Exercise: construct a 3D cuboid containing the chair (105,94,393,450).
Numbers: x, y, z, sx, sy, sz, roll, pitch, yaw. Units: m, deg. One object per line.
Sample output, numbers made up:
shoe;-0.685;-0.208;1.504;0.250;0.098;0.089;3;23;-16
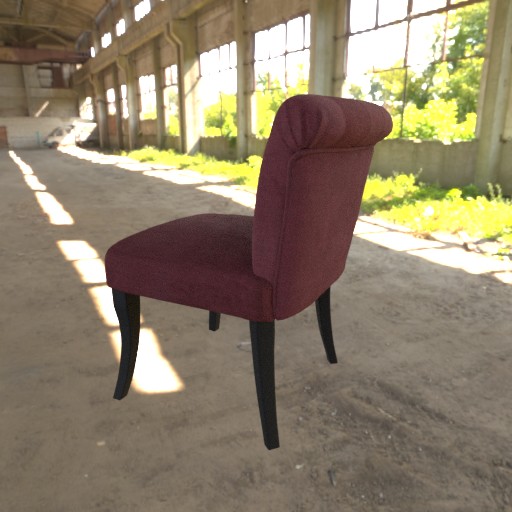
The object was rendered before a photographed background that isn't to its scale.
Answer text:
chair;0.000;0.000;1.153;0.605;0.750;0.582;8;18;26
